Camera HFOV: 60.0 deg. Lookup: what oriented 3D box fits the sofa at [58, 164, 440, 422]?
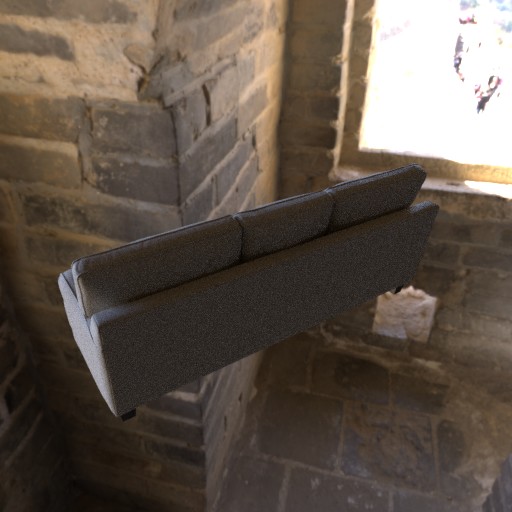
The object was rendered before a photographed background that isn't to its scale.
[{"bbox_3d":[0.000,0.000,2.907,2.323,0.997,1.016,-19,35,-28],"label":"sofa"}]
